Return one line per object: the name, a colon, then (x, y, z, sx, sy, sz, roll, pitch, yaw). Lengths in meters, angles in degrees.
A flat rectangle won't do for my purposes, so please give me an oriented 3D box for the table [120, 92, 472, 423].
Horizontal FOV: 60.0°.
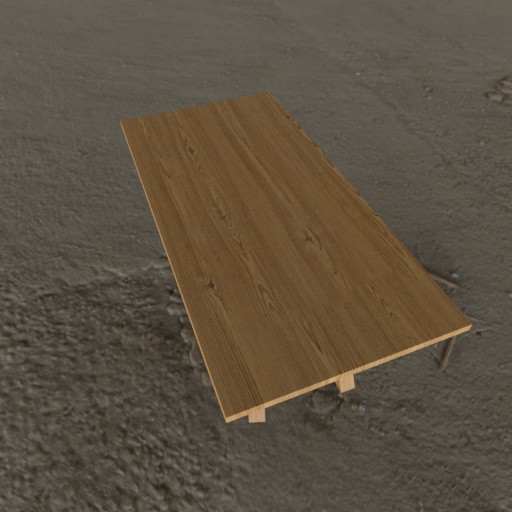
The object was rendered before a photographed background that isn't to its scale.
table: (0.000, 0.000, 2.261, 0.901, 0.750, 1.797, -16, 49, -14)
